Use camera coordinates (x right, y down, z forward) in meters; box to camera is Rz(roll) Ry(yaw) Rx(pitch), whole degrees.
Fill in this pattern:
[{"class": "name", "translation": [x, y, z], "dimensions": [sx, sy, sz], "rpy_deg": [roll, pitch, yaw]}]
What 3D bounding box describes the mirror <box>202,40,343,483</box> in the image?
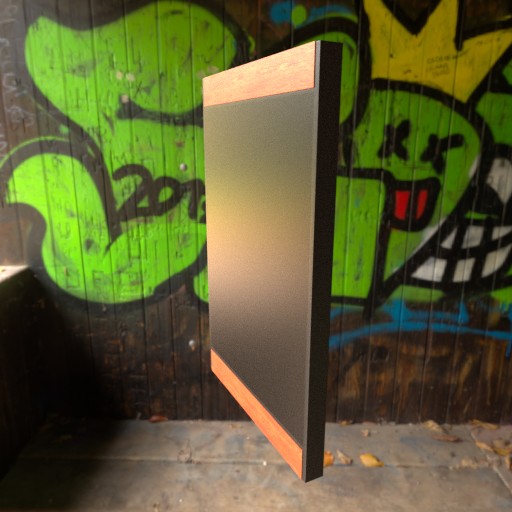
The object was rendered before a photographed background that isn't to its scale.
[{"class": "mirror", "translation": [0.000, 0.000, 1.027], "dimensions": [0.047, 0.823, 0.525], "rpy_deg": [-7, 17, -26]}]
